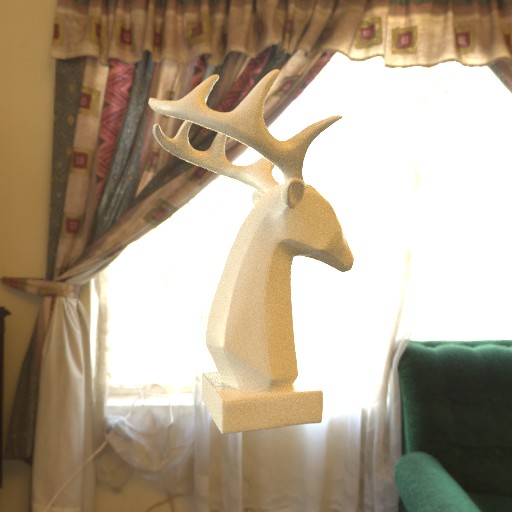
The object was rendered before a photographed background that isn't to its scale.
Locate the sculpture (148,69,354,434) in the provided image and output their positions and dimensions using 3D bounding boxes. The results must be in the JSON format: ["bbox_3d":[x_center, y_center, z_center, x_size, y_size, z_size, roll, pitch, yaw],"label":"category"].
[{"bbox_3d":[0.000,0.000,0.467,0.224,0.329,0.174,0,0,-17],"label":"sculpture"}]
